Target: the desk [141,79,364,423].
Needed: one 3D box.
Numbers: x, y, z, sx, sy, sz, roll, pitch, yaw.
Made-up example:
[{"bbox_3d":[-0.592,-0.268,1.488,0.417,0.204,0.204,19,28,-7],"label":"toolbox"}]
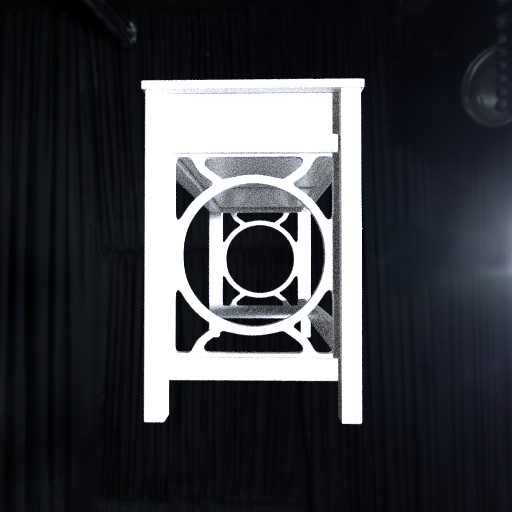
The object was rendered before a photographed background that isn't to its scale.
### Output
[{"bbox_3d":[0.000,0.000,1.569,0.504,0.762,1.191,0,-1,1],"label":"desk"}]
